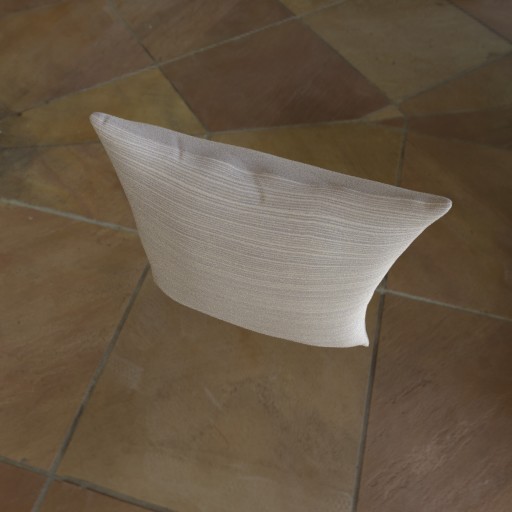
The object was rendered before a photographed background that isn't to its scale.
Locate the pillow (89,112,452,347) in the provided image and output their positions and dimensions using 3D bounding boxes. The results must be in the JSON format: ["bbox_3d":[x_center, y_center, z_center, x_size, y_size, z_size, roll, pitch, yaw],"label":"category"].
[{"bbox_3d":[0.000,0.000,0.797,0.512,0.497,0.204,16,59,10],"label":"pillow"}]
